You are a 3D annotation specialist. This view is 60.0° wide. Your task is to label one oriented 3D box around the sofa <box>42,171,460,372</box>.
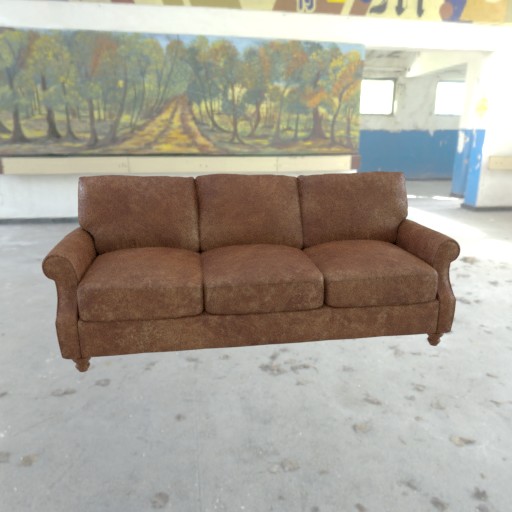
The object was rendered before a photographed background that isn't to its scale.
[{"bbox_3d":[0.000,0.000,2.785,2.351,0.977,0.973,-2,16,-8],"label":"sofa"}]
